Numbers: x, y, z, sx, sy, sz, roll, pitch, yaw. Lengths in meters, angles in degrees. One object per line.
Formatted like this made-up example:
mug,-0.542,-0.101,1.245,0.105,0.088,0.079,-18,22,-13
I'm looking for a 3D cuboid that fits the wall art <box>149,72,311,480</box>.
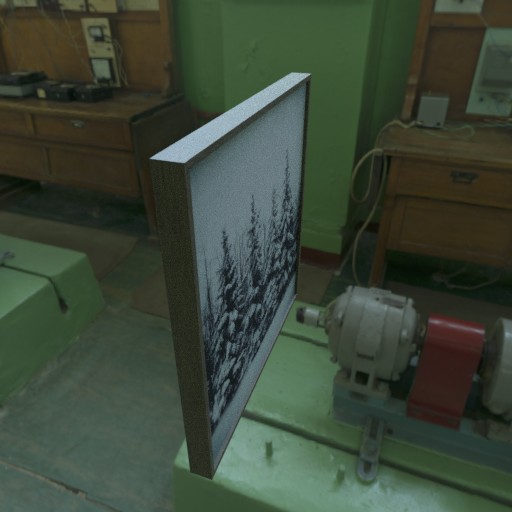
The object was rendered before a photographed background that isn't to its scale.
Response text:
wall art,0.000,0.000,0.757,0.037,0.507,0.507,11,33,17
